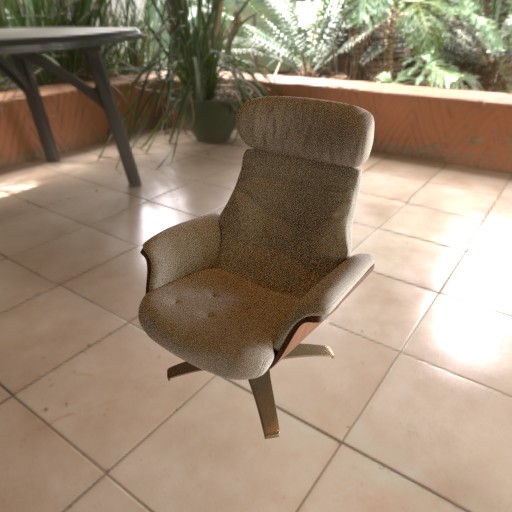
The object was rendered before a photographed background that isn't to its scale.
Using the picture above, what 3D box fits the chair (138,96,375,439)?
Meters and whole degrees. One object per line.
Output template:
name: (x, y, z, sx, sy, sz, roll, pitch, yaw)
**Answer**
chair: (0.000, 0.000, 1.610, 0.785, 0.995, 0.837, 19, 34, 30)
